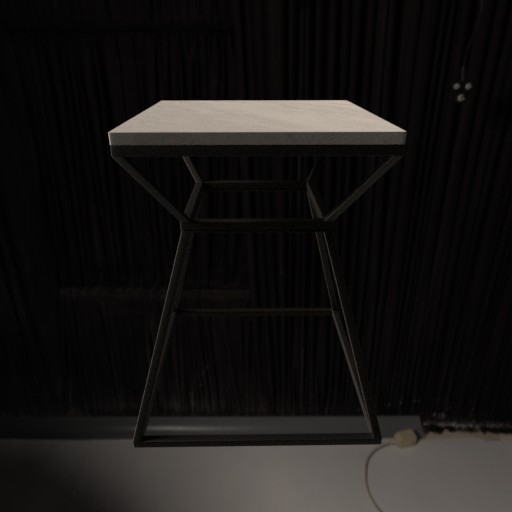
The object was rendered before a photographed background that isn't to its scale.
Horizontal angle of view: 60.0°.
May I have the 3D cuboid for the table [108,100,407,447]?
[{"bbox_3d":[0.000,0.000,0.900,0.455,0.559,0.455,0,25,-1],"label":"table"}]
